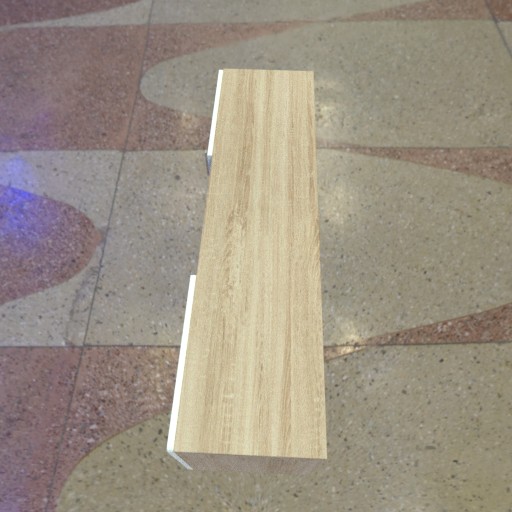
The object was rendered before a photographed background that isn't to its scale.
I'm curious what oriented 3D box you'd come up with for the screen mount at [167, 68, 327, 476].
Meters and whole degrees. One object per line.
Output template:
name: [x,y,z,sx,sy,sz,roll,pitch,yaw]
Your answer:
screen mount: [0.000,0.000,1.729,0.420,0.570,1.500,2,59,1]
